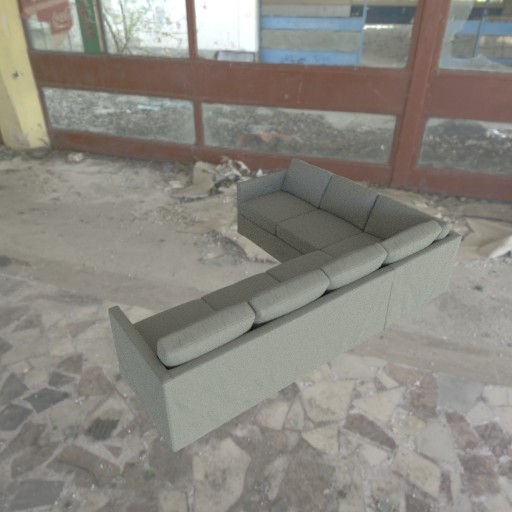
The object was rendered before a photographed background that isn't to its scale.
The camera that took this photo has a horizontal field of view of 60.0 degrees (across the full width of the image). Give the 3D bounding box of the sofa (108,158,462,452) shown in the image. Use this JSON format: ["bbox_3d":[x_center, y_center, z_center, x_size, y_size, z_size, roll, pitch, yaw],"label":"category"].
[{"bbox_3d":[0.000,0.000,4.415,3.182,0.871,2.432,-21,37,-30],"label":"sofa"}]
